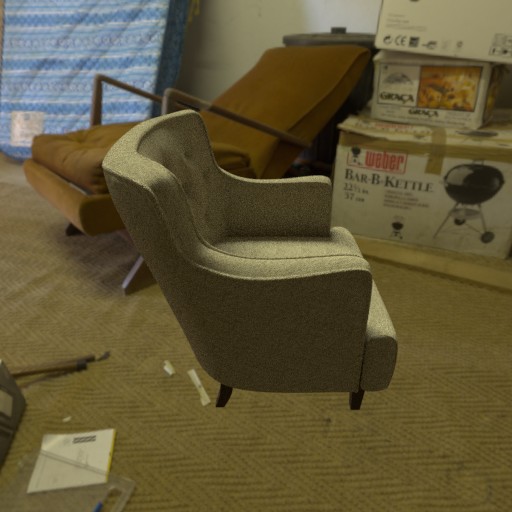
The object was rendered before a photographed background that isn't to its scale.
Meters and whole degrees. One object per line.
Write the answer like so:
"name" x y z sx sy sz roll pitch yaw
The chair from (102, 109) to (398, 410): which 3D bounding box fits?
"chair" 0.000 0.000 1.683 0.910 0.920 0.820 0 30 -1
